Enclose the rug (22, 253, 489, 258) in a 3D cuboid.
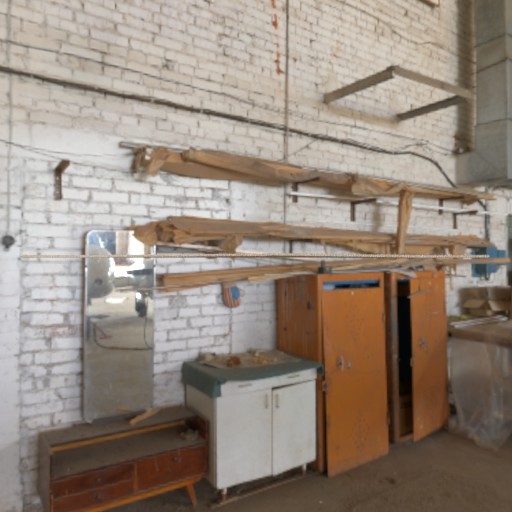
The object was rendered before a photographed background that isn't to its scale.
[{"bbox_3d":[0.000,0.000,3.719,2.869,0.038,2.032,0,0,1],"label":"rug"}]
